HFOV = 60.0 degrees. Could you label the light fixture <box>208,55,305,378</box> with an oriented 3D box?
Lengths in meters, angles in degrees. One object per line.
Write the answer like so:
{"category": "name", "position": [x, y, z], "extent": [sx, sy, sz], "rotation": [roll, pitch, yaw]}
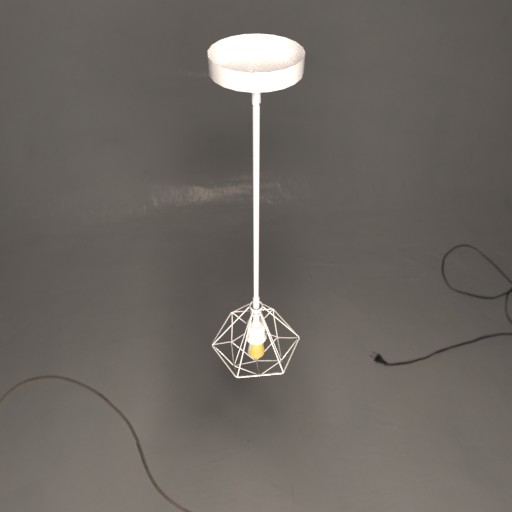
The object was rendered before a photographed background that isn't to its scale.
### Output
{"category": "light fixture", "position": [0.000, 0.000, 1.966], "extent": [0.487, 1.764, 0.431], "rotation": [-4, 46, -4]}
